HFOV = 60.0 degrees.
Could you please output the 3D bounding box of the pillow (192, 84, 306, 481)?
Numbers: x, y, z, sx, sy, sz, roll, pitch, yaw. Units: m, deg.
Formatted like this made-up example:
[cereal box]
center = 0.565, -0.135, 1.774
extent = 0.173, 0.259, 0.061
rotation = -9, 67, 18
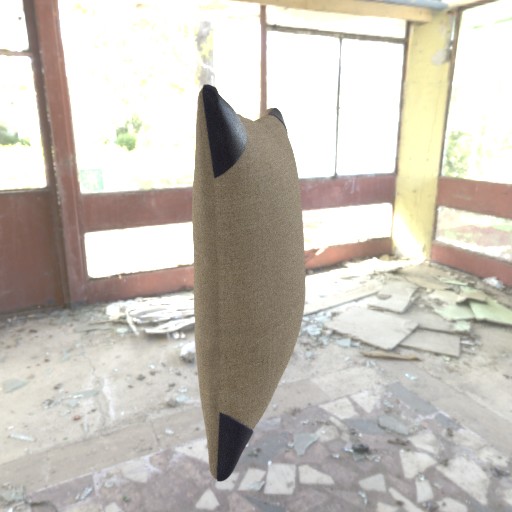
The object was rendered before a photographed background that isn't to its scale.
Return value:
[pillow]
center = 0.000, 0.000, 0.661
extent = 0.147, 0.441, 0.440
rotation = 3, 16, 9
